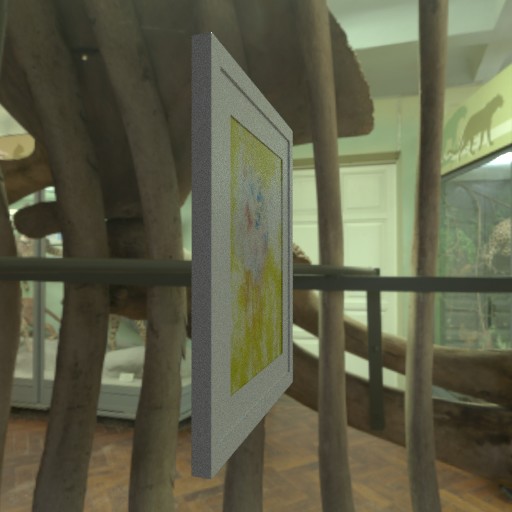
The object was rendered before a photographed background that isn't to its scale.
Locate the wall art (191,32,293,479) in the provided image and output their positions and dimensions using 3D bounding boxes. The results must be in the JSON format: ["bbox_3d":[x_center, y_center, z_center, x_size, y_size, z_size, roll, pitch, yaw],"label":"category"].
[{"bbox_3d":[0.000,0.000,0.770,0.028,0.556,0.454,0,0,18],"label":"wall art"}]
